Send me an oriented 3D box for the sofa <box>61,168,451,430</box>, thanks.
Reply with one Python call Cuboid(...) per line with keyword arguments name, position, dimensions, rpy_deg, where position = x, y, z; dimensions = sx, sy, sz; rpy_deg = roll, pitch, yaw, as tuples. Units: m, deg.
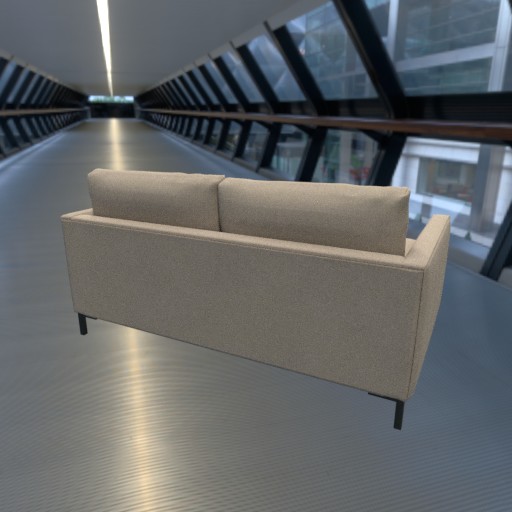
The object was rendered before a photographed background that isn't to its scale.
Cuboid(name="sofa", position=(0.000, 0.000, 2.167), dimensions=(1.682, 0.840, 0.875), rpy_deg=(9, 19, 26))
